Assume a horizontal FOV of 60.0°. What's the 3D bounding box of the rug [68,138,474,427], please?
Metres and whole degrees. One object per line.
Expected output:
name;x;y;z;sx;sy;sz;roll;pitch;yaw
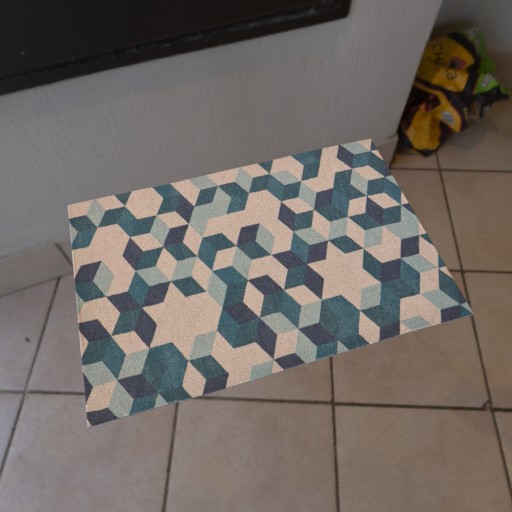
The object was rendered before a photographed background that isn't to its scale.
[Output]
rug;0.000;0.000;2.300;1.829;0.014;1.235;-14;60;-8
